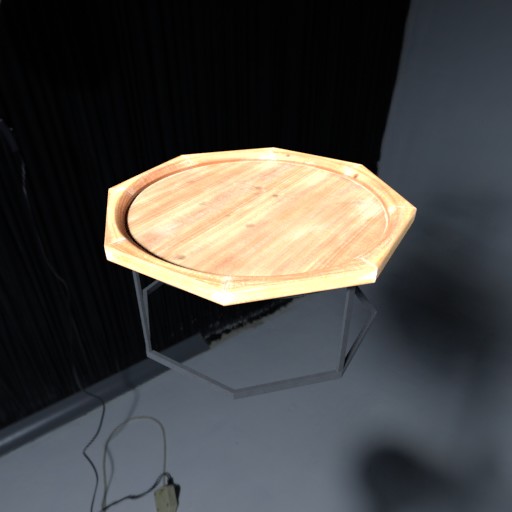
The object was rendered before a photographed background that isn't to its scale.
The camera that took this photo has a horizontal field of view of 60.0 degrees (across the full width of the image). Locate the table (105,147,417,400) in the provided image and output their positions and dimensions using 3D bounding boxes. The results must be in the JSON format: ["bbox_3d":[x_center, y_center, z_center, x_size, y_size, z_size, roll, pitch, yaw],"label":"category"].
[{"bbox_3d":[0.000,0.000,1.546,1.002,0.444,1.002,0,32,0],"label":"table"}]
